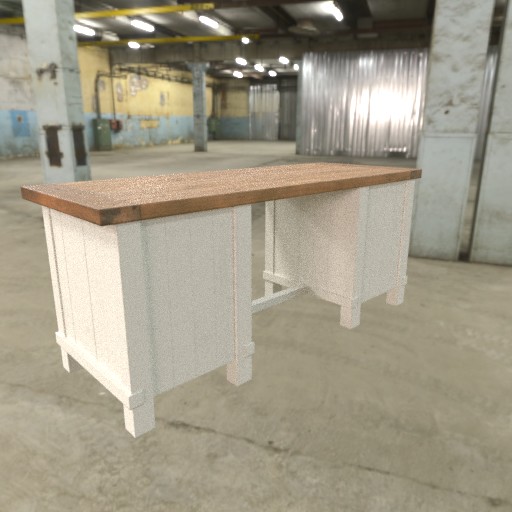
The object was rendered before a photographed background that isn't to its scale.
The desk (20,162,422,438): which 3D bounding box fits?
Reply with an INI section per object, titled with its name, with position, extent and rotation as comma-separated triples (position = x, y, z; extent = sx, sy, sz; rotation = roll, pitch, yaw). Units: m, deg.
[desk]
position = 0.000, 0.000, 2.137
extent = 1.803, 0.760, 0.688
rotation = -15, 22, -41
